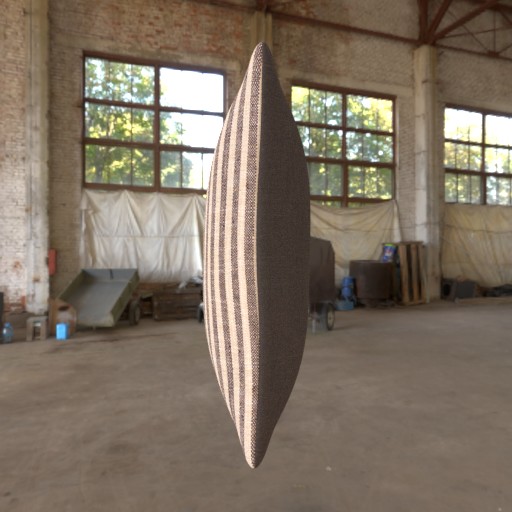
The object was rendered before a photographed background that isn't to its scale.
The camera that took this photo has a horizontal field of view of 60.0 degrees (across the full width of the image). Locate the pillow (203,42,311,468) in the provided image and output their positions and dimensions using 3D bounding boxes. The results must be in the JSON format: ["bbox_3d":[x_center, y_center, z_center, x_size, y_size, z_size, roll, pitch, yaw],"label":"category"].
[{"bbox_3d":[0.000,0.000,0.781,0.166,0.506,0.523,0,0,-1],"label":"pillow"}]
